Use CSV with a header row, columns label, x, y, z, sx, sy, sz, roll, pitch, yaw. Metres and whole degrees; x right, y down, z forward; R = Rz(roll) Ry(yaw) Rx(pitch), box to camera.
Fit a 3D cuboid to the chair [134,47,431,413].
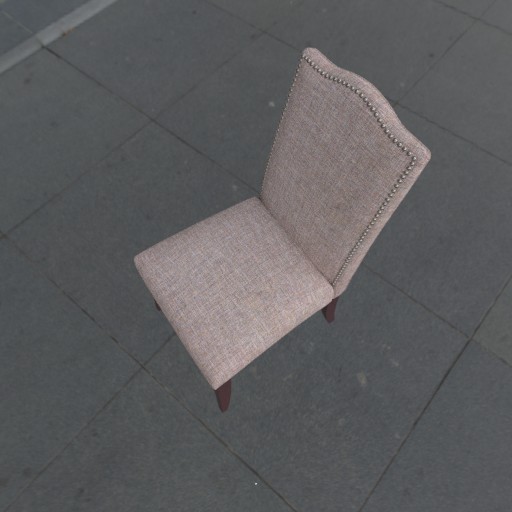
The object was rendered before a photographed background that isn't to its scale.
label,x,y,z,sx,sy,sz,roll,pitch,yaw
chair,0.000,0.000,1.384,0.660,1.016,0.513,-32,67,-15
